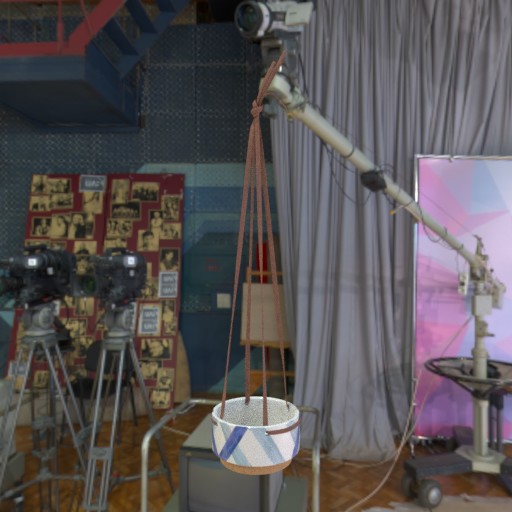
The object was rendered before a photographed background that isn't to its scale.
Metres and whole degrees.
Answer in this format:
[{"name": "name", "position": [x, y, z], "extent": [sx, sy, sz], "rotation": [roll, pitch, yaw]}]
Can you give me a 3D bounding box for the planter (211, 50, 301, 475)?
[{"name": "planter", "position": [0.000, 0.000, 0.823], "extent": [0.166, 0.751, 0.166], "rotation": [0, 1, -36]}]
